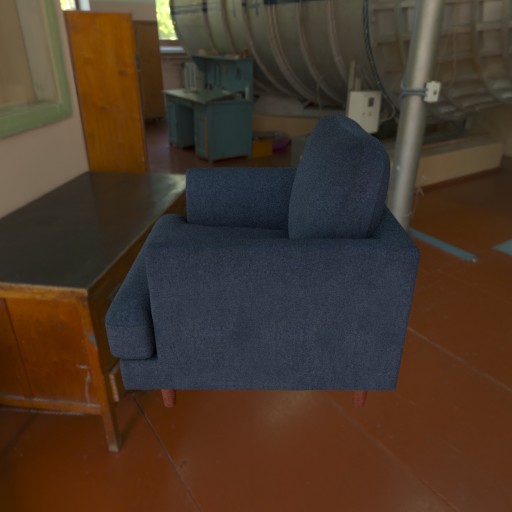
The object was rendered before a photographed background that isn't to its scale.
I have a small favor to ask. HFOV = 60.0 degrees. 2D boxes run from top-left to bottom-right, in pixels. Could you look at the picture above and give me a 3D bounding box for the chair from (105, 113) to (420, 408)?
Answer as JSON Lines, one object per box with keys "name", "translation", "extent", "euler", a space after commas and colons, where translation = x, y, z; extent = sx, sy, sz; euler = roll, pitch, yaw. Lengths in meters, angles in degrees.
{"name": "chair", "translation": [0.000, 0.000, 1.649], "extent": [0.899, 0.957, 0.858], "euler": [0, 27, 0]}
